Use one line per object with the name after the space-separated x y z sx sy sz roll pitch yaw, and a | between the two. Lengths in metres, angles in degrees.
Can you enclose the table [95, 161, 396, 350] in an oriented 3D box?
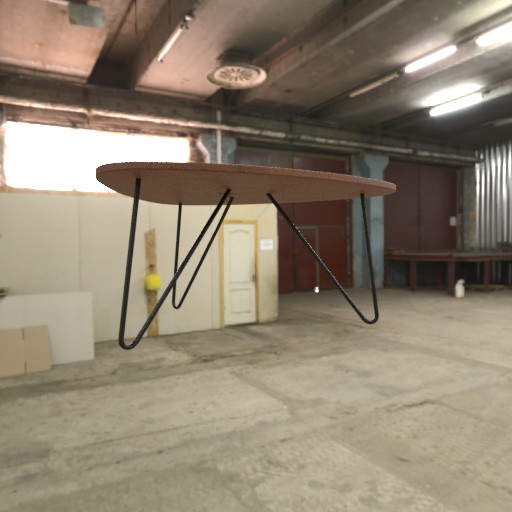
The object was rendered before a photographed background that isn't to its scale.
0.000 0.000 1.329 0.821 0.413 0.833 0 1 0 | table
